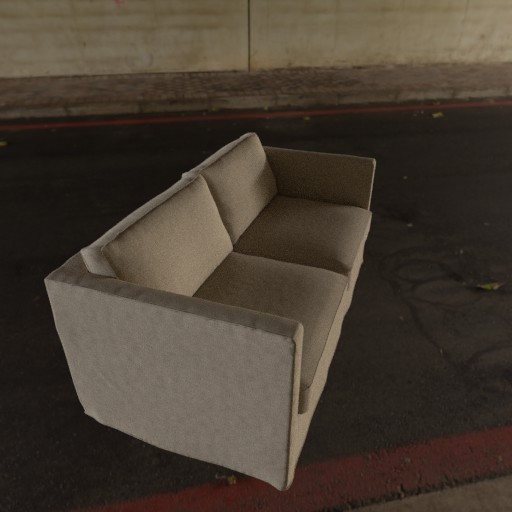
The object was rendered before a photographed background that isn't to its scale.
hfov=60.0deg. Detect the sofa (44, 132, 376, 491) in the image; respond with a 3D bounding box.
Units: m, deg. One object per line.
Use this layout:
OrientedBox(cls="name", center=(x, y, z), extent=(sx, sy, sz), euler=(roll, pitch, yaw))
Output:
OrientedBox(cls="sofa", center=(0.000, 0.000, 2.234), extent=(0.956, 0.828, 1.766), euler=(11, 32, 18))
